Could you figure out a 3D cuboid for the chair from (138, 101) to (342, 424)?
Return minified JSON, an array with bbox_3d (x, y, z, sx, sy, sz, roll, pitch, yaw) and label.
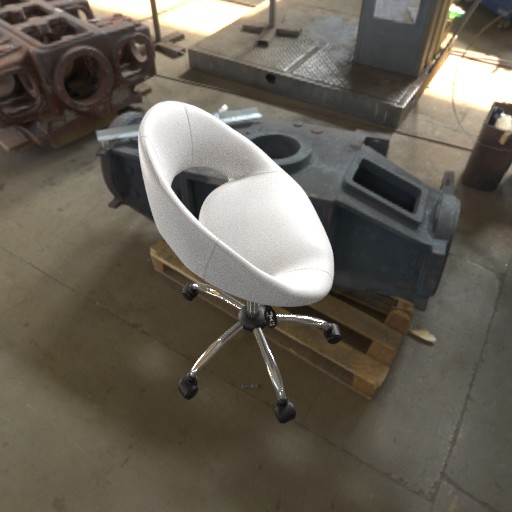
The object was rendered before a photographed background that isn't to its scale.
[{"bbox_3d":[0.000,0.000,1.170,0.538,0.791,0.612,-10,48,-9],"label":"chair"}]
